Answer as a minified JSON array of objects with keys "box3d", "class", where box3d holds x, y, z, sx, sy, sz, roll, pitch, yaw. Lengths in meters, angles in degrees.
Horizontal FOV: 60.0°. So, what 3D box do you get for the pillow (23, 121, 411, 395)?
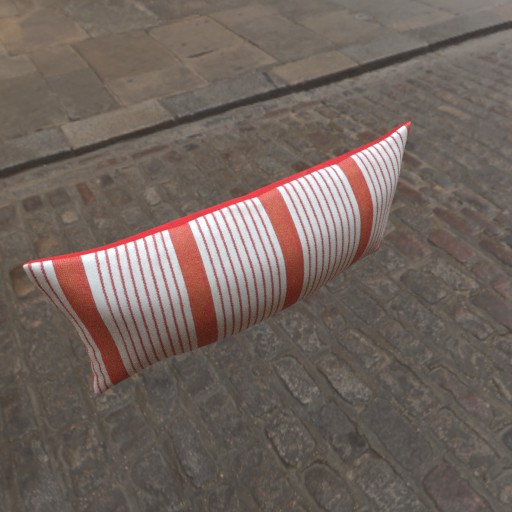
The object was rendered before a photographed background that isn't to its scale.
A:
[{"box3d":[0.000,0.000,0.708,0.608,0.297,0.151,-24,50,-22],"class":"pillow"}]
